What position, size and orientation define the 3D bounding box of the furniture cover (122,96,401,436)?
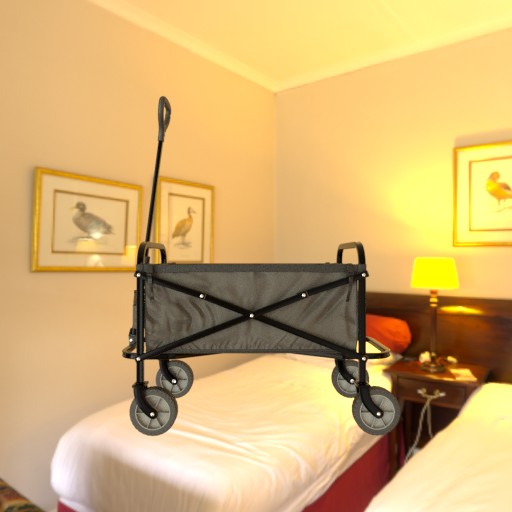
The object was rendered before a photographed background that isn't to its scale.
[{"bbox_3d":[0.000,0.000,1.827,1.038,1.295,0.532,0,0,0],"label":"furniture cover"}]
